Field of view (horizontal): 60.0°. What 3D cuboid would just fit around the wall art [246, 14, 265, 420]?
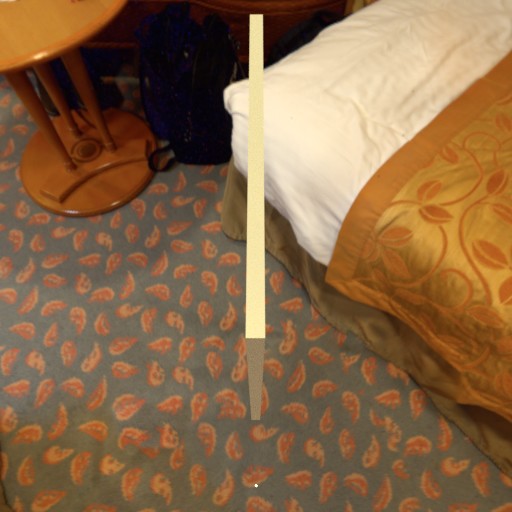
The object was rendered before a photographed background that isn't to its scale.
[{"bbox_3d":[0.000,0.000,1.090,0.026,0.811,0.661,0,63,0],"label":"wall art"}]
